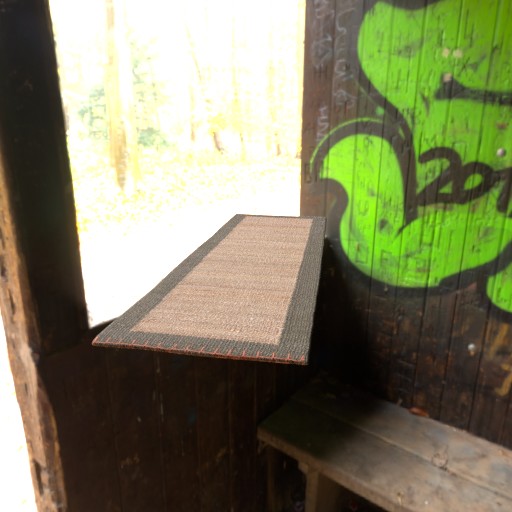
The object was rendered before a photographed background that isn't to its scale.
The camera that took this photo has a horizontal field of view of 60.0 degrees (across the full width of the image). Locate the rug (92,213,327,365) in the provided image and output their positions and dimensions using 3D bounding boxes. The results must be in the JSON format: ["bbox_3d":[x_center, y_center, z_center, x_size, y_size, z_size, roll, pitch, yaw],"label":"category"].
[{"bbox_3d":[0.000,0.000,2.703,0.810,0.016,2.413,3,17,10],"label":"rug"}]
